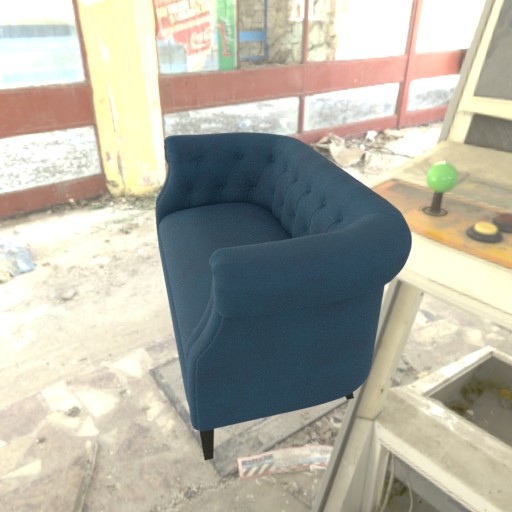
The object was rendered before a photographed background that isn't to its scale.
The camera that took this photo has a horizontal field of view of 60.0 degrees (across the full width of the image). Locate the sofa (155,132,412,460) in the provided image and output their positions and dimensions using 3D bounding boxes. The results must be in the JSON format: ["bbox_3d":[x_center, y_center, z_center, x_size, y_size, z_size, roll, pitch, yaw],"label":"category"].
[{"bbox_3d":[0.000,0.000,2.050,0.835,0.827,1.558,-8,30,-13],"label":"sofa"}]
